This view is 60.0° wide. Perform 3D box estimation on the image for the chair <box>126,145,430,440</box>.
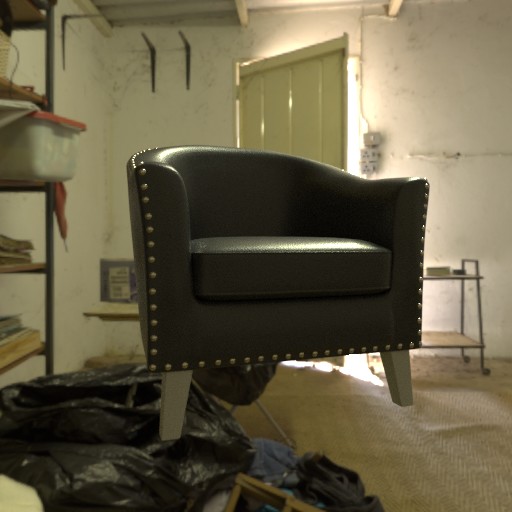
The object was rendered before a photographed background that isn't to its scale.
[{"bbox_3d":[0.000,0.000,1.420,0.794,0.823,0.748,-1,2,-19],"label":"chair"}]
